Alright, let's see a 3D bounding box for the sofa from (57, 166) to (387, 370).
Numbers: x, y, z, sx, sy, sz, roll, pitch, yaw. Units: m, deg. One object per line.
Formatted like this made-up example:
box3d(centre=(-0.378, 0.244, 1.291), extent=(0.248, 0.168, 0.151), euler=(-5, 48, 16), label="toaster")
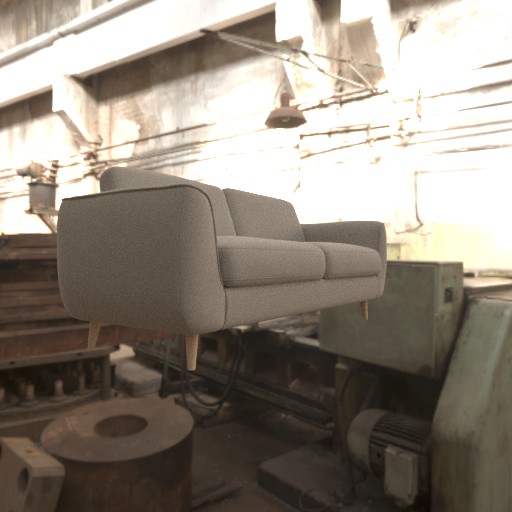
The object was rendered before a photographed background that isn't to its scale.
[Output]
box3d(centre=(0.000, 0.000, 2.512), extent=(0.920, 0.850, 2.000), euler=(0, 0, 36), label="sofa")
